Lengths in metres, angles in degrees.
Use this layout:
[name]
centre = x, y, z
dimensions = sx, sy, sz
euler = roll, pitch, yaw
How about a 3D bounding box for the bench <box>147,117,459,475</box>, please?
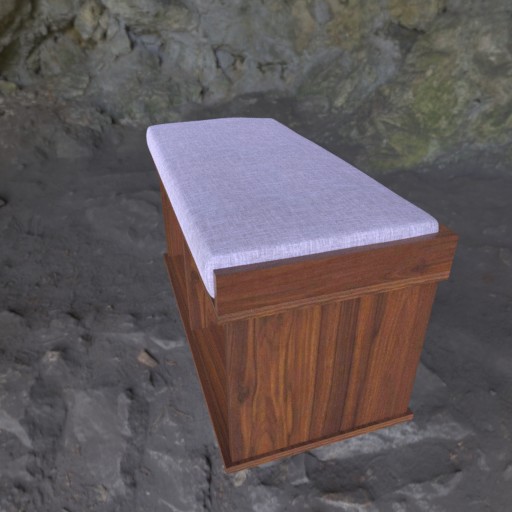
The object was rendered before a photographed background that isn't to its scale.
[bench]
centre = 0.000, 0.000, 0.976
dimensions = 0.362, 0.461, 0.734
euler = -9, 31, -16
